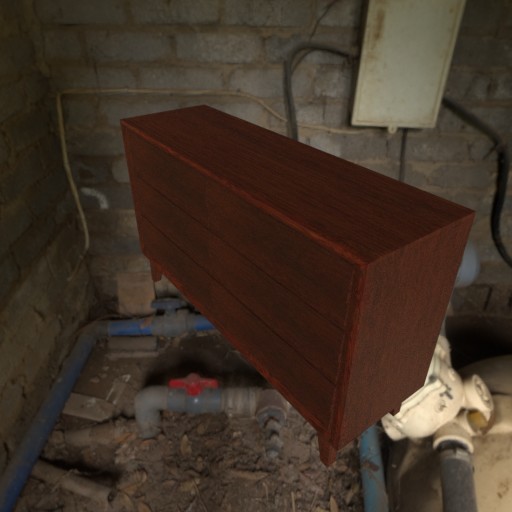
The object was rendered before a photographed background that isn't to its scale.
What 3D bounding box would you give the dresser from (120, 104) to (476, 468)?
[{"bbox_3d":[0.000,0.000,2.040,0.499,0.971,1.609,-22,39,-30],"label":"dresser"}]
